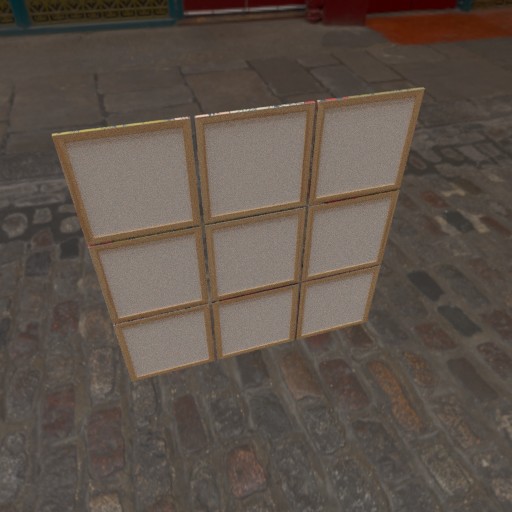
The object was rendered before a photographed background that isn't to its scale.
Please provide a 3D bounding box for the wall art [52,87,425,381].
[{"bbox_3d":[0.000,0.000,1.785,1.206,1.218,0.013,-12,42,-13],"label":"wall art"}]
